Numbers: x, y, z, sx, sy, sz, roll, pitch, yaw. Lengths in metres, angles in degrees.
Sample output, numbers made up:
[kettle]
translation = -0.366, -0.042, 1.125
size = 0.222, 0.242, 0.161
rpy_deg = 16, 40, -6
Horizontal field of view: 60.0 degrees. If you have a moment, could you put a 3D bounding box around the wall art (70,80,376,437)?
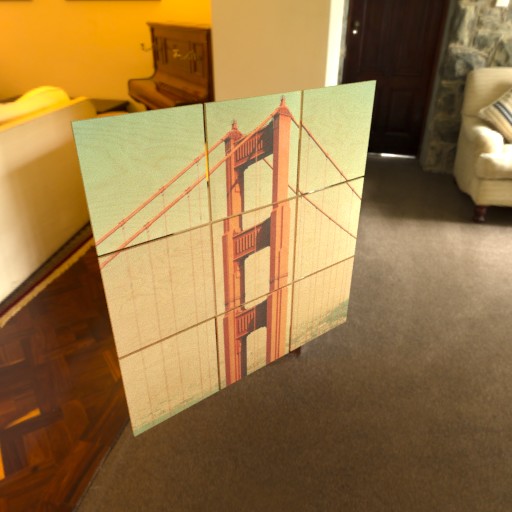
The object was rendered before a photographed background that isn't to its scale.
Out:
[wall art]
translation = 0.000, 0.000, 2.217
size = 1.517, 1.523, 0.013
rpy_deg = -21, 35, -32
